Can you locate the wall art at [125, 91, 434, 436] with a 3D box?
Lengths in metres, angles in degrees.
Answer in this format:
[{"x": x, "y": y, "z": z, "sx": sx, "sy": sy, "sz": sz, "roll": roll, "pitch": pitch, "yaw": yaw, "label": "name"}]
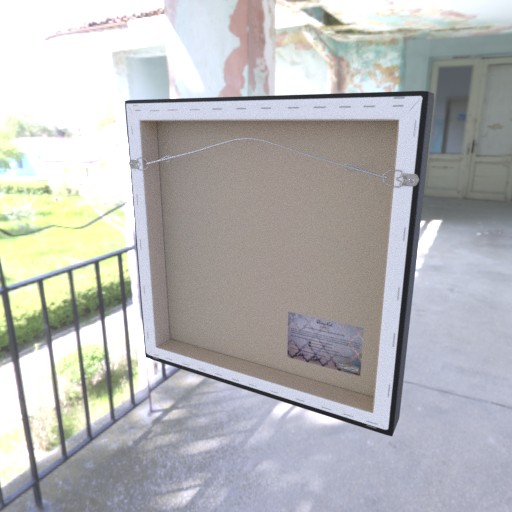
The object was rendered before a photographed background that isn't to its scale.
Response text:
[{"x": 0.000, "y": 0.000, "z": 0.600, "sx": 0.406, "sy": 0.407, "sz": 0.041, "roll": 9, "pitch": 19, "yaw": 28, "label": "wall art"}]
